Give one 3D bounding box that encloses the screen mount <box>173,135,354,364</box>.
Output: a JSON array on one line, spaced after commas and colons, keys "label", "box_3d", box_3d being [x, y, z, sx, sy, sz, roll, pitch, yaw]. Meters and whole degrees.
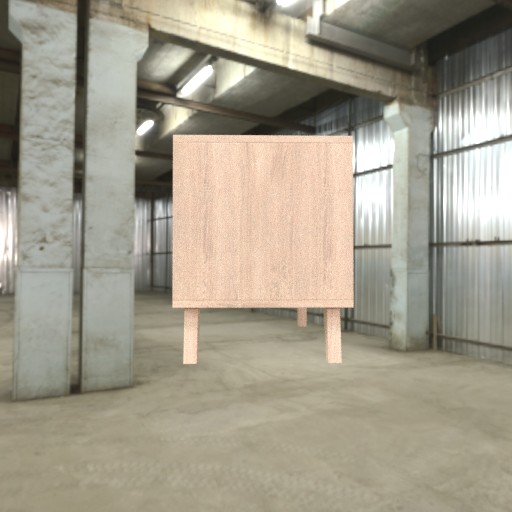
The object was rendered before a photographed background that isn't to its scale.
[{"label": "screen mount", "box_3d": [0.000, 0.000, 1.729, 0.400, 0.510, 1.500, 0, -1, -1]}]
